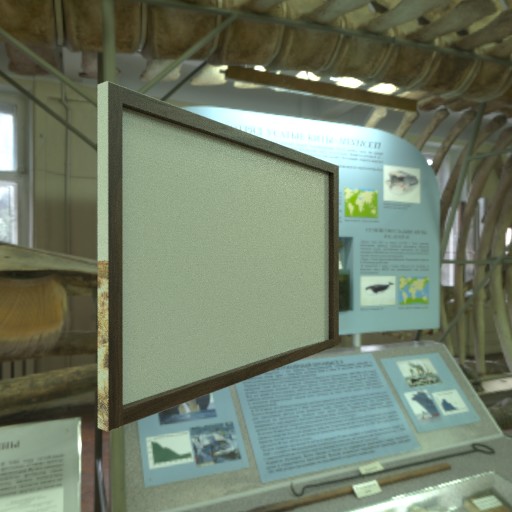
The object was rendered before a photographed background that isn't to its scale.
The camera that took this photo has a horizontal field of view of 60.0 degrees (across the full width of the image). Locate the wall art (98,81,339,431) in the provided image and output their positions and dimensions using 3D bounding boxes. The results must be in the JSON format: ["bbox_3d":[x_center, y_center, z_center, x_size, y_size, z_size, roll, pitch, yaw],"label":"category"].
[{"bbox_3d":[0.000,0.000,1.910,0.051,1.016,1.520,0,0,36],"label":"wall art"}]
